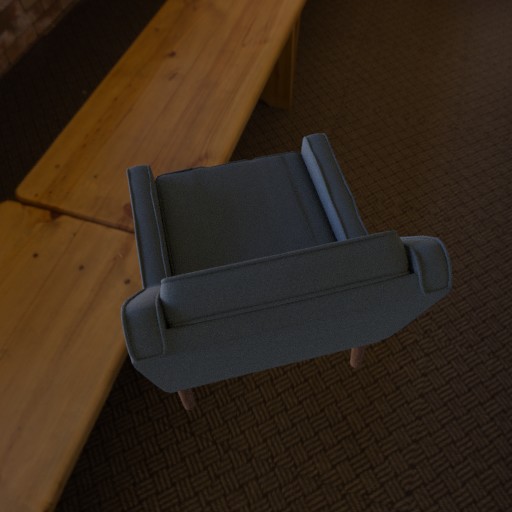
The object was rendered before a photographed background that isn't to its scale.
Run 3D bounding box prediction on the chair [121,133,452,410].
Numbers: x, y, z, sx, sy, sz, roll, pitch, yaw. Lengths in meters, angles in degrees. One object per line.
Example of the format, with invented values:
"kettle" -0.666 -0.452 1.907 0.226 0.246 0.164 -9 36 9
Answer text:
"chair" 0.000 0.000 1.309 0.663 0.780 0.733 -12 59 -7
